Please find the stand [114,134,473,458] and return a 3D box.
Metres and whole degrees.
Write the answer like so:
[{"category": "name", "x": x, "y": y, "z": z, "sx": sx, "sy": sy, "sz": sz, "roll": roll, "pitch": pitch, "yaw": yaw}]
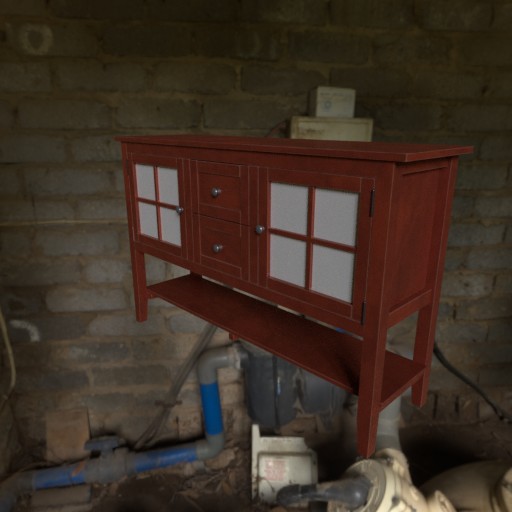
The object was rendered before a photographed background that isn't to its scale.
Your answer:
[{"category": "stand", "x": 0.000, "y": 0.000, "z": 1.725, "sx": 0.410, "sy": 0.872, "sz": 1.362, "roll": -16, "pitch": 24, "yaw": -42}]
